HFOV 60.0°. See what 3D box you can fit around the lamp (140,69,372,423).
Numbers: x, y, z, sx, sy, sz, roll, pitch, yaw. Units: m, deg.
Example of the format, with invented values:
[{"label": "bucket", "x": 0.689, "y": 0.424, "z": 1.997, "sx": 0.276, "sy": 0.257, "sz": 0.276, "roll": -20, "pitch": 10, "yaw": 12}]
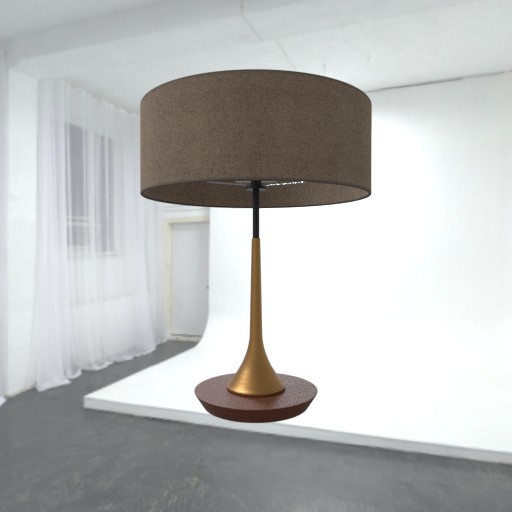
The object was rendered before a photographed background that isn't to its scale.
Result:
[{"label": "lamp", "x": 0.000, "y": 0.000, "z": 0.825, "sx": 0.417, "sy": 0.551, "sz": 0.396, "roll": 0, "pitch": 0, "yaw": -1}]
